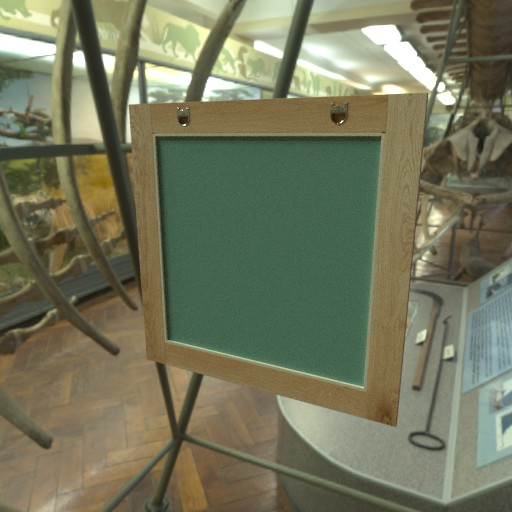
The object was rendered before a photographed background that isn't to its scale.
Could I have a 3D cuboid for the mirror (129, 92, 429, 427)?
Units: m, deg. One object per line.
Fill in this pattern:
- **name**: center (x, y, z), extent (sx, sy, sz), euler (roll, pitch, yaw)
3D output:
- **mirror**: center (0.000, 0.000, 1.199), extent (0.800, 0.800, 0.020), euler (7, 17, 25)
